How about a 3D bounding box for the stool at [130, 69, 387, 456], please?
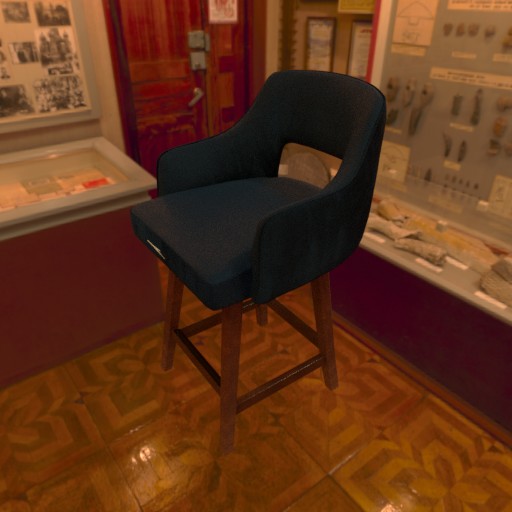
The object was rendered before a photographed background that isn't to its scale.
[{"bbox_3d":[0.000,0.000,1.279,0.560,0.940,0.550,-20,37,-30],"label":"stool"}]
